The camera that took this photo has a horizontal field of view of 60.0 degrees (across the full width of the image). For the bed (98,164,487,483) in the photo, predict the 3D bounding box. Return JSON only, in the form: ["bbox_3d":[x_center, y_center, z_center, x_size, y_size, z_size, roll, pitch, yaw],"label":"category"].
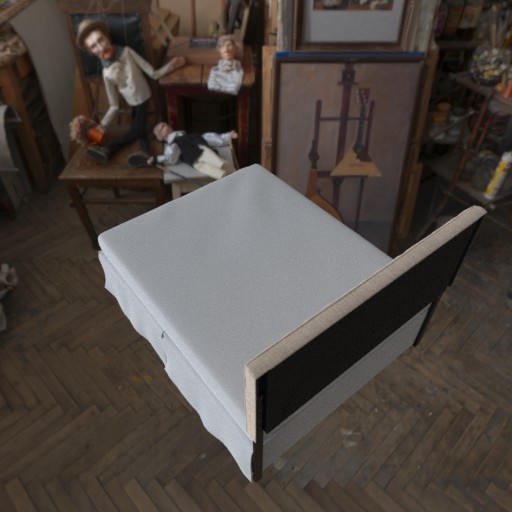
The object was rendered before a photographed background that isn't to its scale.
[{"bbox_3d":[0.000,0.000,2.997,1.643,1.270,1.978,-30,52,-26],"label":"bed"}]
